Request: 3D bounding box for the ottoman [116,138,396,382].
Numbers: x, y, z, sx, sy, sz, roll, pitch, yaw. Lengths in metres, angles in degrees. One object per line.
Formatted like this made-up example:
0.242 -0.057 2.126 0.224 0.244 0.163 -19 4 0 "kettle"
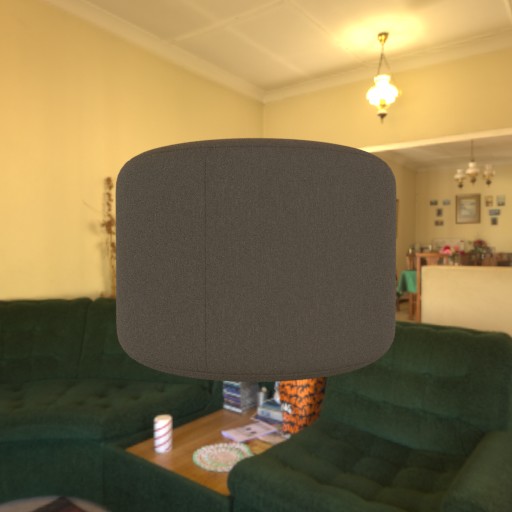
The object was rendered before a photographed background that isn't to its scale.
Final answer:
0.000 0.000 1.009 0.608 0.433 0.608 0 1 0 "ottoman"
